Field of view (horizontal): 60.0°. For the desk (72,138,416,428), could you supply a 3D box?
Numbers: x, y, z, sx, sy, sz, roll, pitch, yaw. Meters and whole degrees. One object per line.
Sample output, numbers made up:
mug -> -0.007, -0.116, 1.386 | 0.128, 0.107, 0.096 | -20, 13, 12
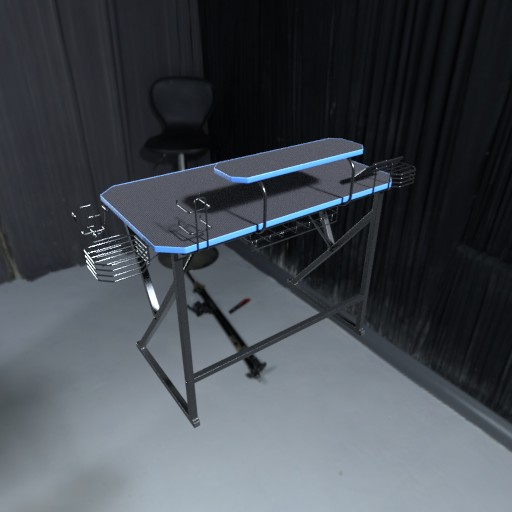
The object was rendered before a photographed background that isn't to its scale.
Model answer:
desk -> 0.000, 0.000, 1.744 | 1.295, 0.909, 0.594 | -20, 36, -30
